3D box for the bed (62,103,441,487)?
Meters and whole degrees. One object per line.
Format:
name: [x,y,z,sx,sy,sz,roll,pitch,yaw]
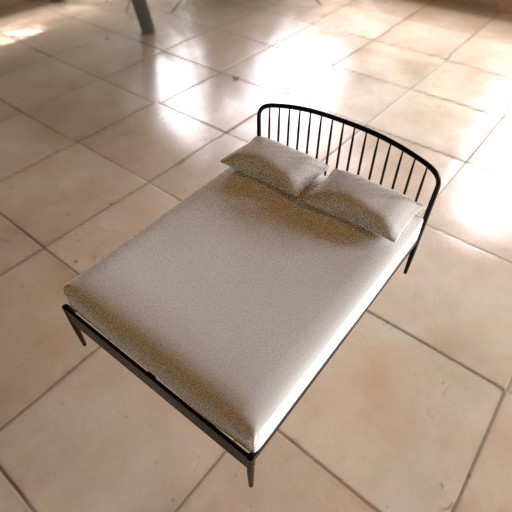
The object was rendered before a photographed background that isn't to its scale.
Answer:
bed: [0.000,0.000,3.109,1.618,1.166,2.159,29,53,25]
